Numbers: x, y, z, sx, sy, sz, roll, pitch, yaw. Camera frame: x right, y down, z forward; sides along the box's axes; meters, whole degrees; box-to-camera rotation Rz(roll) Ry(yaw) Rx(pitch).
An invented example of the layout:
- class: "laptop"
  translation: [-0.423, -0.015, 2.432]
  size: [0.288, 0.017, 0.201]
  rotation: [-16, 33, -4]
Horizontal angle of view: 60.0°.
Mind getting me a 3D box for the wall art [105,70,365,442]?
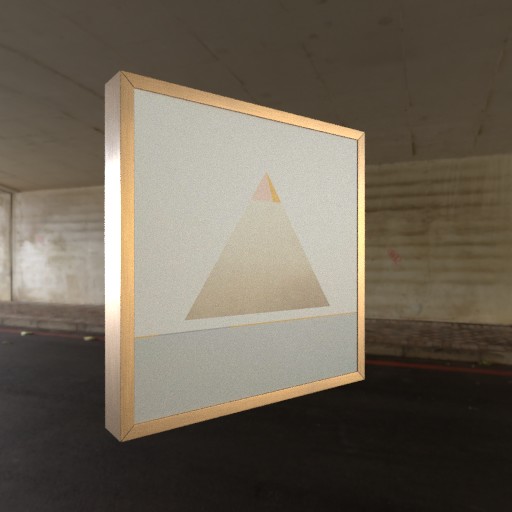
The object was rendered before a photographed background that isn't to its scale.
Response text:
- class: "wall art"
  translation: [0.000, 0.000, 0.468]
  size: [0.305, 0.303, 0.038]
  rotation: [0, 0, -37]
